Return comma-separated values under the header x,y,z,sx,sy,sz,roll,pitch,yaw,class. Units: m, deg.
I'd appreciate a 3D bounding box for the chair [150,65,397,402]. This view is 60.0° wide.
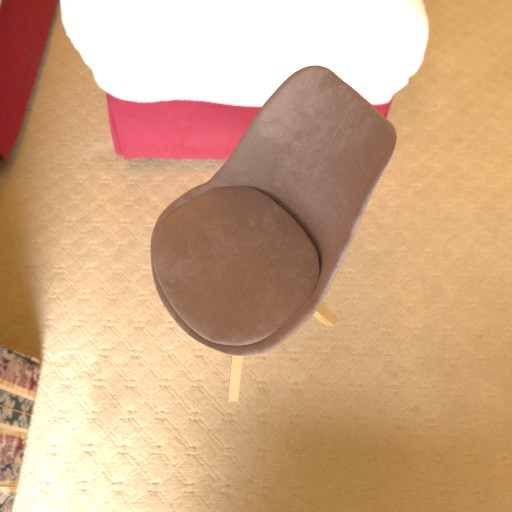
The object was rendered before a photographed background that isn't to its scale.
x,y,z,sx,sy,sz,roll,pitch,yaw,class
0.000,0.000,1.203,0.550,0.850,0.485,-34,68,-16,chair
